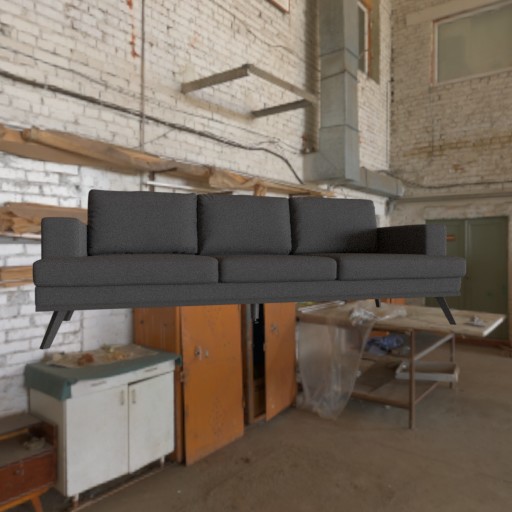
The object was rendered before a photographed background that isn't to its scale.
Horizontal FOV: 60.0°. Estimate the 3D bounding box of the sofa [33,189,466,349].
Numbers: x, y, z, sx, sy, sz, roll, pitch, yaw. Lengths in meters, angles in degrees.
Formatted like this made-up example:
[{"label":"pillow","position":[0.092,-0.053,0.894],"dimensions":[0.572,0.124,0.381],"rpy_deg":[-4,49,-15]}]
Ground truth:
[{"label":"sofa","position":[0.000,0.000,2.686],"dimensions":[2.310,0.810,0.920],"rpy_deg":[0,1,-17]}]
